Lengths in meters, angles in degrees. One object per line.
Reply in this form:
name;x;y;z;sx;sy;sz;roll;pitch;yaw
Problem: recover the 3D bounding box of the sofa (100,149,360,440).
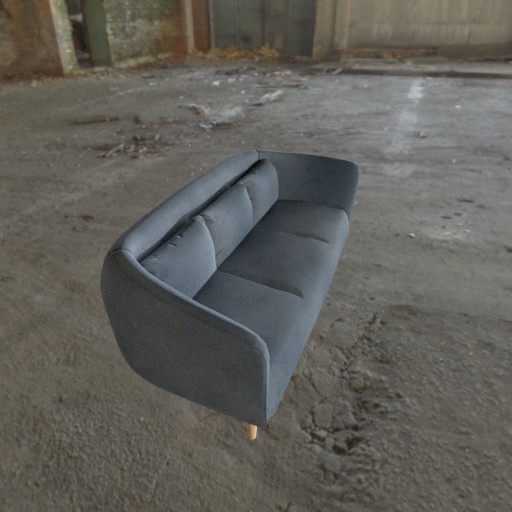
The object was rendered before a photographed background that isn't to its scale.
sofa;0.000;0.000;2.527;0.849;0.795;2.095;10;30;17
